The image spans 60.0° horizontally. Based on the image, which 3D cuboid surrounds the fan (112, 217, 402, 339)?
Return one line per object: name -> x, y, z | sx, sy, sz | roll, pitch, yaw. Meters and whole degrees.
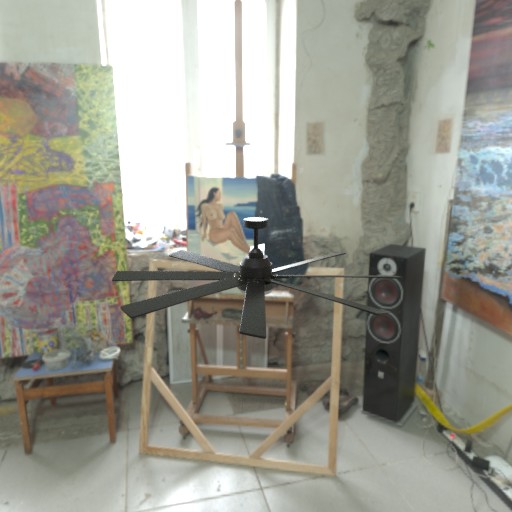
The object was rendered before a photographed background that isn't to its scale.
fan -> 0.000, 0.000, 2.815 | 1.830, 0.472, 1.830 | -13, 19, -43
